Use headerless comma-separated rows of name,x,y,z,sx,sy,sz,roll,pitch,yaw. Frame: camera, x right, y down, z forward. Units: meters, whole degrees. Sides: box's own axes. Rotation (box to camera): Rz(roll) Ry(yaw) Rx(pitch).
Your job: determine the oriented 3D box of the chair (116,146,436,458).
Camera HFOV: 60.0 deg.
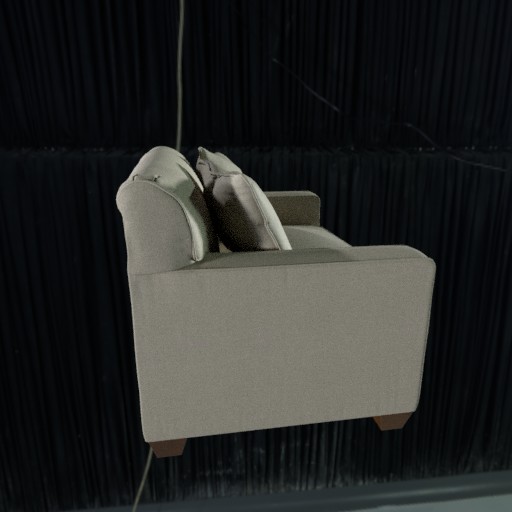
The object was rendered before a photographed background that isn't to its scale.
chair,0.000,0.000,2.012,1.000,0.948,1.383,-3,17,-9
